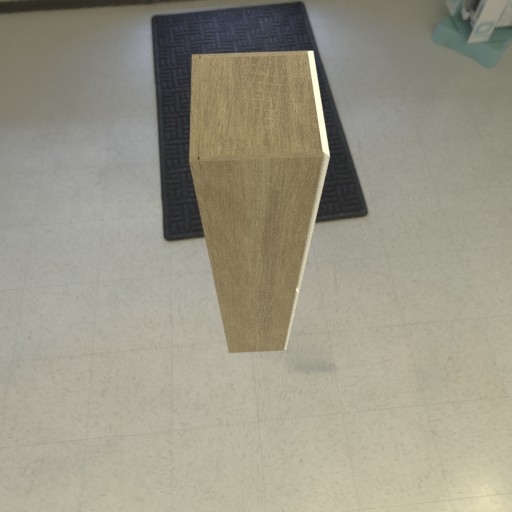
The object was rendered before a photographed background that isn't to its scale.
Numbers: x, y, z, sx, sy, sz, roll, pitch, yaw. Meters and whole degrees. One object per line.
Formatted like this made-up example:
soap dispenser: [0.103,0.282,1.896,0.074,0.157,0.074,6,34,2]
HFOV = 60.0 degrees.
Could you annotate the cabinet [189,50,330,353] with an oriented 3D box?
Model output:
cabinet: [0.000,0.000,1.540,0.270,1.400,0.300,-2,63,-1]
